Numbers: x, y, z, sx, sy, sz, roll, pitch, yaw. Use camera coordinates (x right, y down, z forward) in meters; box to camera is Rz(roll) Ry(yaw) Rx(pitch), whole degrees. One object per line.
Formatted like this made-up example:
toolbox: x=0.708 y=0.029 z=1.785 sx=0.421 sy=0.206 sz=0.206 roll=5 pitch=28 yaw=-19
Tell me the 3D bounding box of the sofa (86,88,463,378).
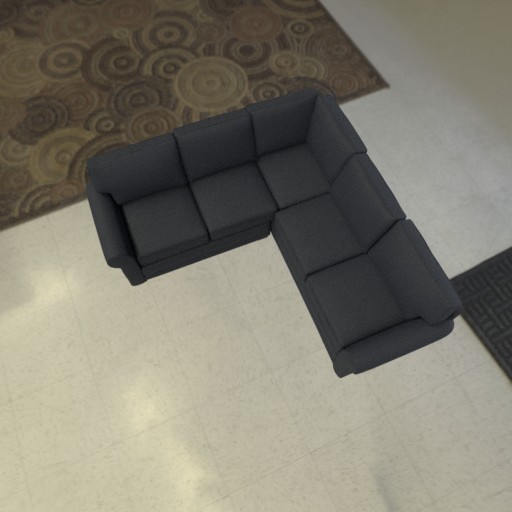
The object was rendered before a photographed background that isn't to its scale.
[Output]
sofa: x=0.000 y=0.000 z=3.958 sx=2.487 sy=1.042 sz=2.562 roll=-20 pitch=66 yaw=-9
